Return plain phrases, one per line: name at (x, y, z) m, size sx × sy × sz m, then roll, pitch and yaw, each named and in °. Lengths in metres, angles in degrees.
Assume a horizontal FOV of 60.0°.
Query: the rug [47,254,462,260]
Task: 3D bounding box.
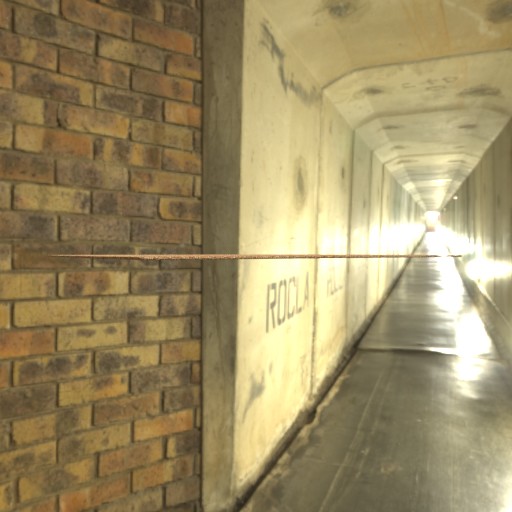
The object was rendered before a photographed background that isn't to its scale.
rug at (0.000, 0.000, 2.805) m, size 2.141 × 0.013 × 1.566 m, roll 0°, pitch 1°, yaw -36°
